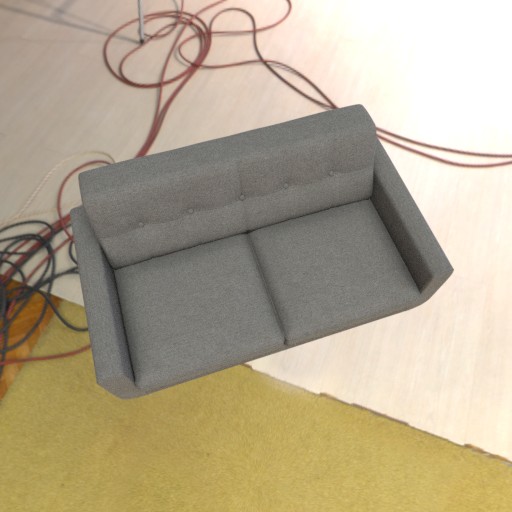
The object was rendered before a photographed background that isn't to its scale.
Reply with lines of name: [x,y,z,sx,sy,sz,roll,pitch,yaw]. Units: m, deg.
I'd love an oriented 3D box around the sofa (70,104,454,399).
sofa: [0.000,0.000,2.206,1.631,0.841,0.909,-16,64,-8]
